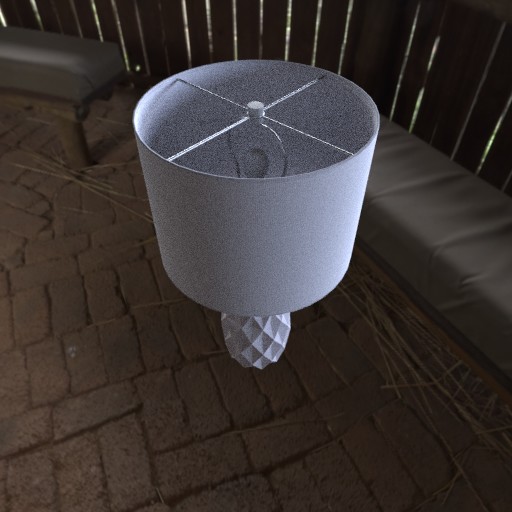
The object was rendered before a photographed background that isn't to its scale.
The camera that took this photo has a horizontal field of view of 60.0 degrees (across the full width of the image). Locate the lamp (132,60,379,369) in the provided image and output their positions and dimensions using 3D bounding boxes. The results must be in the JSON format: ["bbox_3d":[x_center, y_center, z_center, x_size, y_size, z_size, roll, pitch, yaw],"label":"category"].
[{"bbox_3d":[0.000,0.000,0.724,0.297,0.522,0.297,0,45,0],"label":"lamp"}]
